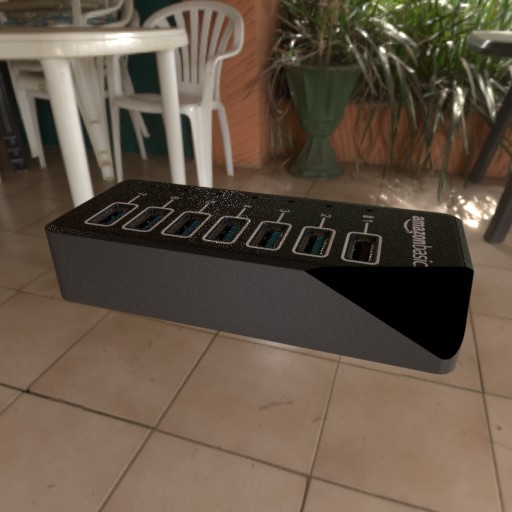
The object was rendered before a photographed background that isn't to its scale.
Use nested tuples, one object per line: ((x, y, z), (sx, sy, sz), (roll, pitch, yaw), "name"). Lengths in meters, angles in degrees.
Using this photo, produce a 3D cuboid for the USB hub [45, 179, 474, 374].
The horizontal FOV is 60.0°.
((0.000, 0.000, 0.128), (0.110, 0.023, 0.044), (8, 30, 15), "USB hub")
